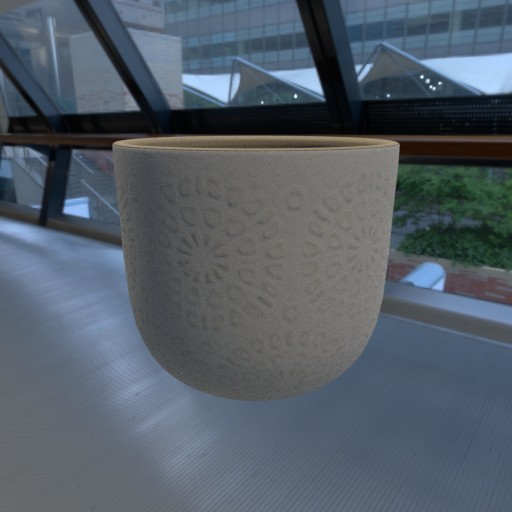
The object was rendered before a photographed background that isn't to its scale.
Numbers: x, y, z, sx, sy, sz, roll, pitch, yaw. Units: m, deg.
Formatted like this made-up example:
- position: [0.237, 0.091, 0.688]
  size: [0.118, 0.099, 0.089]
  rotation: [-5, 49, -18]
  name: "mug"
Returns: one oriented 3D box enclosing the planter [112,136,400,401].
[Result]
- position: [0.000, 0.000, 0.216]
  size: [0.124, 0.109, 0.124]
  rotation: [0, 17, 0]
  name: "planter"
